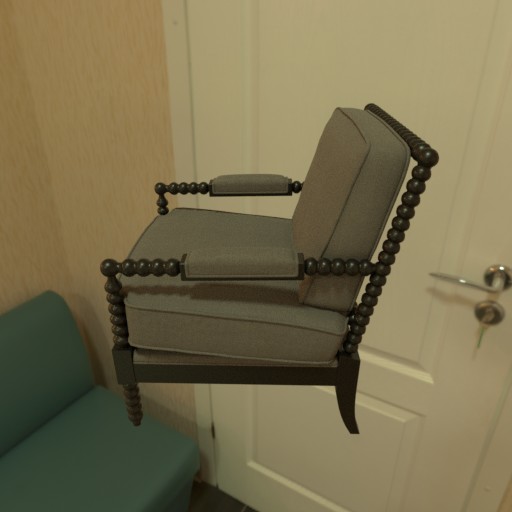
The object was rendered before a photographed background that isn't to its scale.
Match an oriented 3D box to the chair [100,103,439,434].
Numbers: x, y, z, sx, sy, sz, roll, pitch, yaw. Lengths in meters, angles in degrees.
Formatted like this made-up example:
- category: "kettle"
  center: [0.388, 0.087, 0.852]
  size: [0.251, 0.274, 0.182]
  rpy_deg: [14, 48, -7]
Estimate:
- category: "chair"
  center: [0.000, 0.000, 1.095]
  size: [0.622, 0.661, 0.540]
  rpy_deg: [1, 28, 1]
